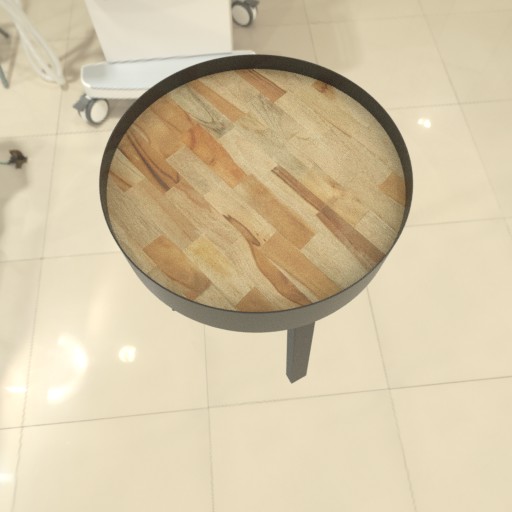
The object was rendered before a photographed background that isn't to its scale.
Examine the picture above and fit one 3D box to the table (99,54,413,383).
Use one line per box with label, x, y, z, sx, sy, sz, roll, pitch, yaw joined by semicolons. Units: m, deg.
table;0.000;0.000;0.832;0.406;0.559;0.406;0;65;0
